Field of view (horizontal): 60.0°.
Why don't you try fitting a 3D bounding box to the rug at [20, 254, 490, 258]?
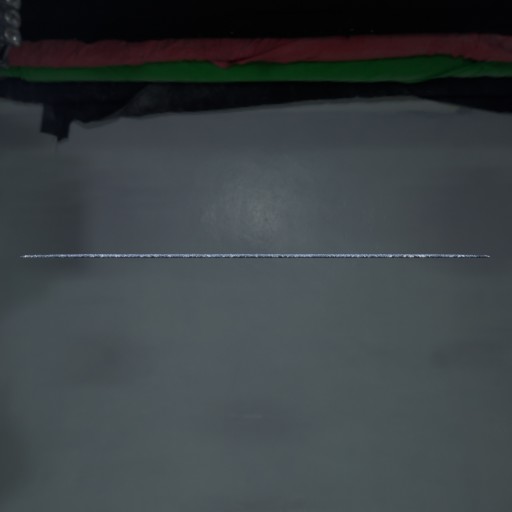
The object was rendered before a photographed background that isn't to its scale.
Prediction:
[{"bbox_3d":[0.000,0.000,2.516,2.306,0.013,0.719,0,1,-1],"label":"rug"}]
